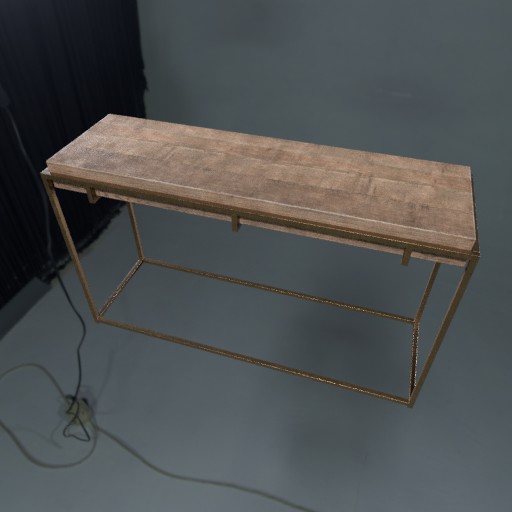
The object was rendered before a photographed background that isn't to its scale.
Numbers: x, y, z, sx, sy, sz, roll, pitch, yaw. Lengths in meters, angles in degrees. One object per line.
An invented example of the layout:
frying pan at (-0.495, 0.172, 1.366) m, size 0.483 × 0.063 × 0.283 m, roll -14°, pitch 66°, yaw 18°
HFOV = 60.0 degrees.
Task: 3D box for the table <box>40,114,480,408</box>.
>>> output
table at (0.000, 0.000, 1.748) m, size 1.400 × 0.820 × 0.440 m, roll 12°, pitch 43°, yaw 13°
